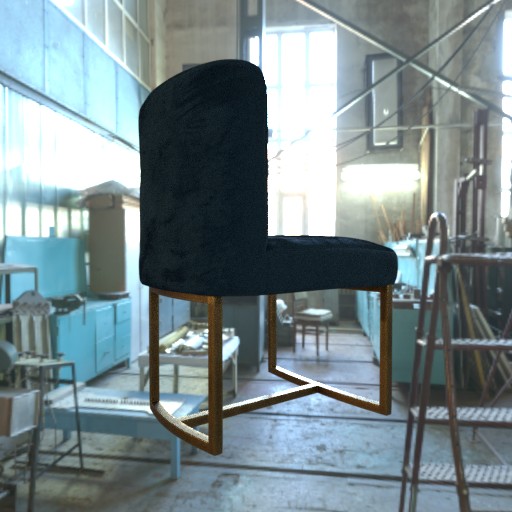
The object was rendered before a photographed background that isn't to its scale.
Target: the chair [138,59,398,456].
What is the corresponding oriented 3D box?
[{"bbox_3d":[0.000,0.000,1.192,0.560,0.824,0.530,-1,2,-37],"label":"chair"}]
